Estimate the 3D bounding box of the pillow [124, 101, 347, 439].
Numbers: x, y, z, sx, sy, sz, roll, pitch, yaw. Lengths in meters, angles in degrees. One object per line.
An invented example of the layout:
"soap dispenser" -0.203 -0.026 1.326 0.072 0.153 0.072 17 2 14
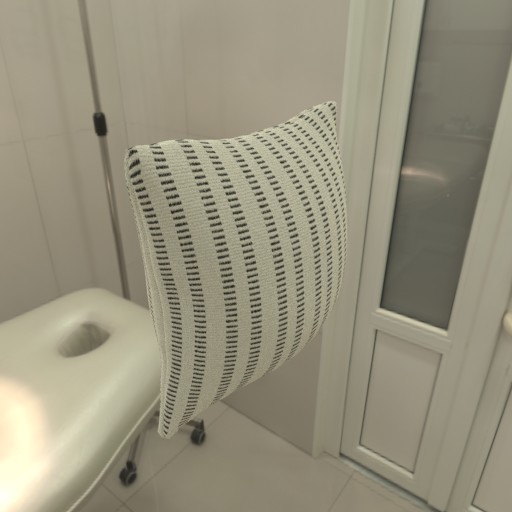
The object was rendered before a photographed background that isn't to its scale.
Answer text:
"pillow" 0.000 0.000 0.693 0.247 0.419 0.438 19 32 33
